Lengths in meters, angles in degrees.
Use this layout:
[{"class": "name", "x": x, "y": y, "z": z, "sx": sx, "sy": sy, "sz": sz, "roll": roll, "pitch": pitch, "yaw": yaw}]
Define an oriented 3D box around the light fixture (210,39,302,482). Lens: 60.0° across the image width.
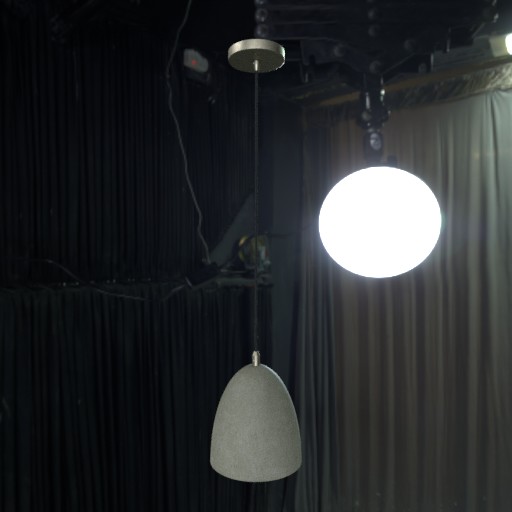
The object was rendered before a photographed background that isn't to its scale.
[{"class": "light fixture", "x": 0.000, "y": 0.000, "z": 0.829, "sx": 0.170, "sy": 0.759, "sz": 0.170, "roll": 0, "pitch": 0, "yaw": 37}]
